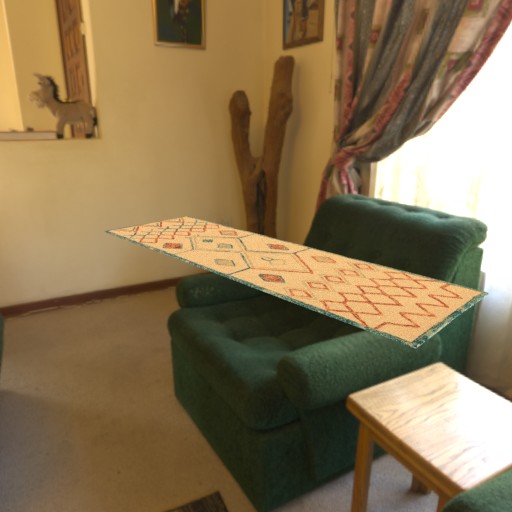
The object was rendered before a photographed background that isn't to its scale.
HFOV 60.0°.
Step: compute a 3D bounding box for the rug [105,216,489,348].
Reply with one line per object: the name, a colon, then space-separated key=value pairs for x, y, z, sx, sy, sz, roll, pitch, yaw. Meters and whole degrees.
rug: x=0.000 y=0.000 z=2.710 sx=0.750 sy=0.011 sz=2.435 roll=-17 pitch=24 yaw=-42
